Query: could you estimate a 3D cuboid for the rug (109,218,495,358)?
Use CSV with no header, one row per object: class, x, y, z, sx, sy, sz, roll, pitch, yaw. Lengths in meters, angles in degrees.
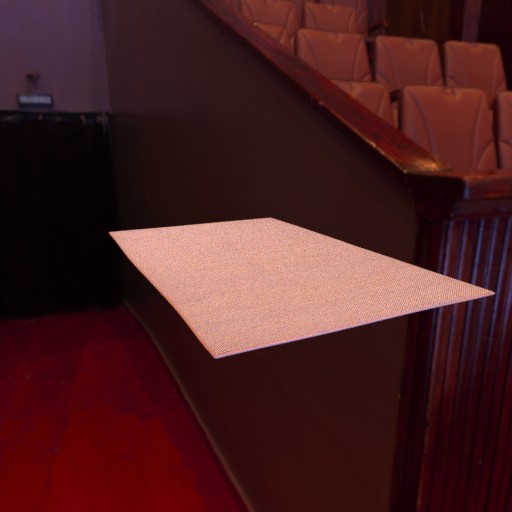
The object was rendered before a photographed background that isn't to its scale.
rug,0.000,0.000,2.064,1.078,0.013,1.678,-7,17,-26
